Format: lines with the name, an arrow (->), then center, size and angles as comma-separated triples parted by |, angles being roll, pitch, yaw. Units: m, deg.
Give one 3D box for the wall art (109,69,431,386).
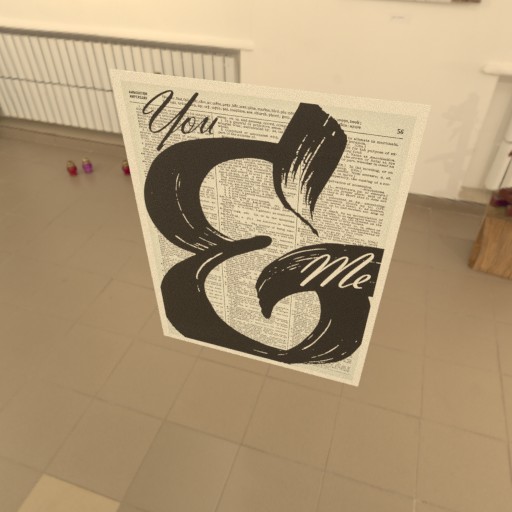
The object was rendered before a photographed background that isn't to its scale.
wall art -> 0.000, 0.000, 0.802 | 0.457, 0.609, 0.003 | 12, 42, 13
